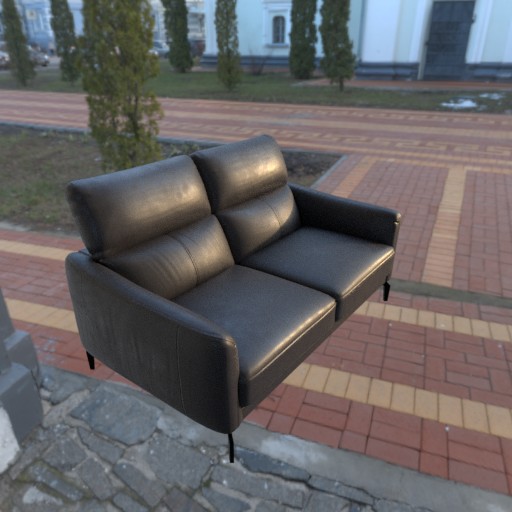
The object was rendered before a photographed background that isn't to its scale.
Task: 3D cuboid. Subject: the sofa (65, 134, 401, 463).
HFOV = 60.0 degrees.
[{"bbox_3d":[0.000,0.000,2.225,0.958,0.920,1.596,18,31,33],"label":"sofa"}]
